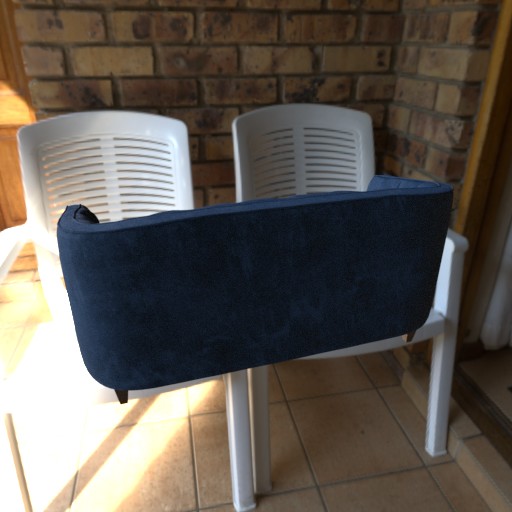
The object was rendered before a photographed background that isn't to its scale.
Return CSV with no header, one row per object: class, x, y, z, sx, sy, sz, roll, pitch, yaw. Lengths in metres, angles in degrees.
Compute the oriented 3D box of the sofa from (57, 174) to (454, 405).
sofa,0.000,0.000,2.214,1.733,0.854,0.941,-8,27,-16
